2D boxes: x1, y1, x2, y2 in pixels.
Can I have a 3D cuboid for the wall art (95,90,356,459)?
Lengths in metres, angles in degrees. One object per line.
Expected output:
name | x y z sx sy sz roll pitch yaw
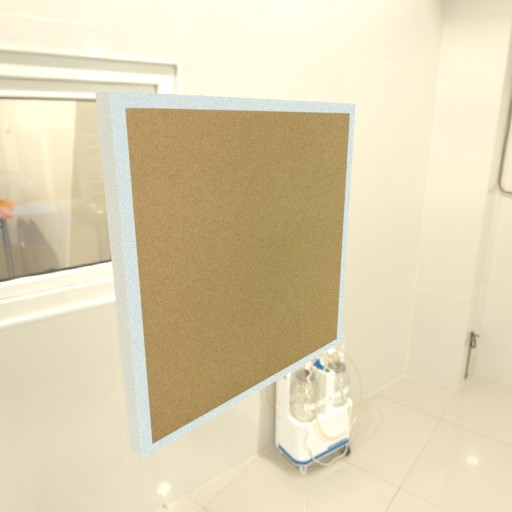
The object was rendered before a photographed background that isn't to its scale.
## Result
wall art | 0.000 0.000 0.459 0.020 0.307 0.307 16 23 42
